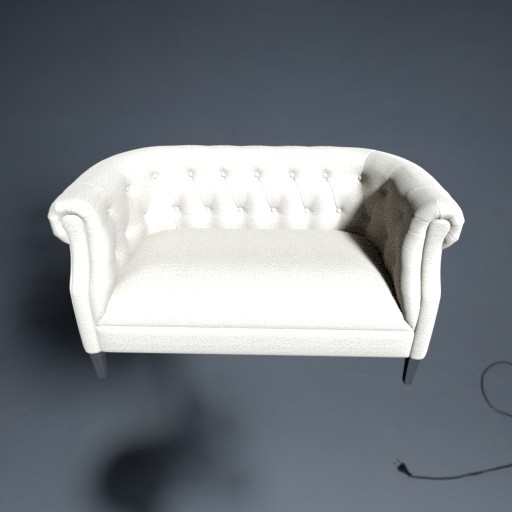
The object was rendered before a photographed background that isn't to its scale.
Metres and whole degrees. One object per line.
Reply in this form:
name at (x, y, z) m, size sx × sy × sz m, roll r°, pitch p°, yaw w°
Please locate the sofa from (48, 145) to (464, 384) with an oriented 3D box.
sofa at (0.000, 0.000, 2.052) m, size 1.558 × 0.827 × 0.835 m, roll 1°, pitch 32°, yaw 1°
